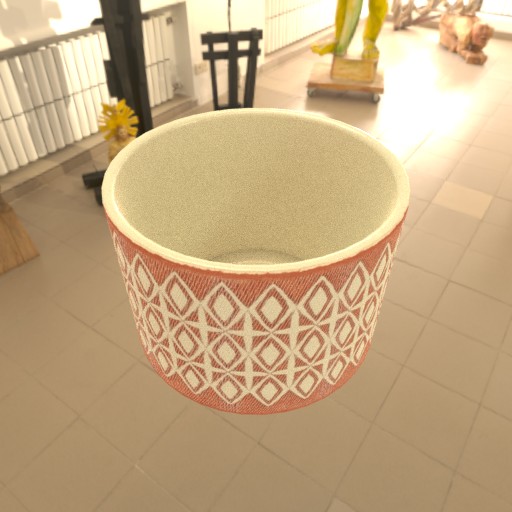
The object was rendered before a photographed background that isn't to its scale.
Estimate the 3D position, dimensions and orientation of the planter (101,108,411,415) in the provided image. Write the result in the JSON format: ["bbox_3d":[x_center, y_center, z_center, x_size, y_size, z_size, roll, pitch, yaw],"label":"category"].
[{"bbox_3d":[0.000,0.000,0.332,0.192,0.148,0.192,0,41,0],"label":"planter"}]
